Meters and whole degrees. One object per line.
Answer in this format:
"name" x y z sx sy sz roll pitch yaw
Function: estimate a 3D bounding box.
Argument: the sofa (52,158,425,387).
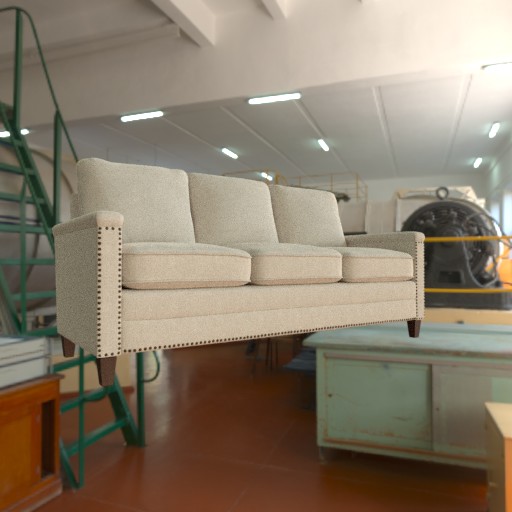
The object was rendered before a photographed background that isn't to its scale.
"sofa" 0.000 0.000 2.416 1.925 0.961 0.828 1 -1 -35
